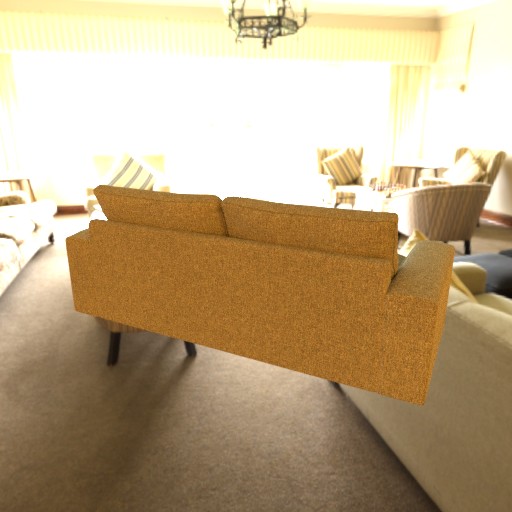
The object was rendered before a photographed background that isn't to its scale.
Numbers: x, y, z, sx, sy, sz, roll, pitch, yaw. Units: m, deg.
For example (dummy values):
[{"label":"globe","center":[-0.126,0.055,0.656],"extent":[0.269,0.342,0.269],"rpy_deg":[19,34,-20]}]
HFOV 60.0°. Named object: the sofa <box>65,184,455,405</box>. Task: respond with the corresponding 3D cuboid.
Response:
[{"label":"sofa","center":[0.000,0.000,2.876],"extent":[2.299,0.922,1.040],"rpy_deg":[9,20,26]}]
